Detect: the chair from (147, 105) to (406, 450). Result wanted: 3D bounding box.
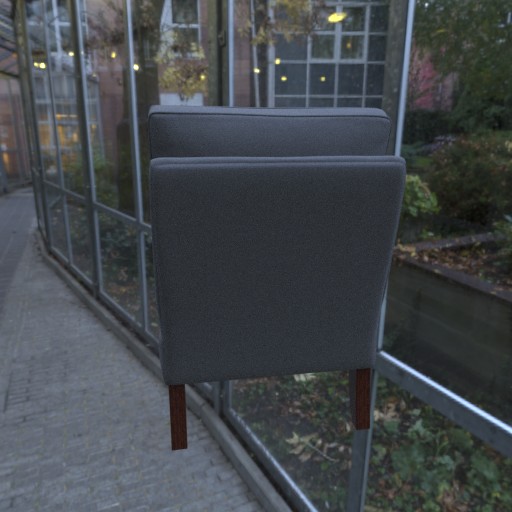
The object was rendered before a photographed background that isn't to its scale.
[{"bbox_3d":[0.000,0.000,1.674,0.724,1.045,0.924,-2,16,-9],"label":"chair"}]
